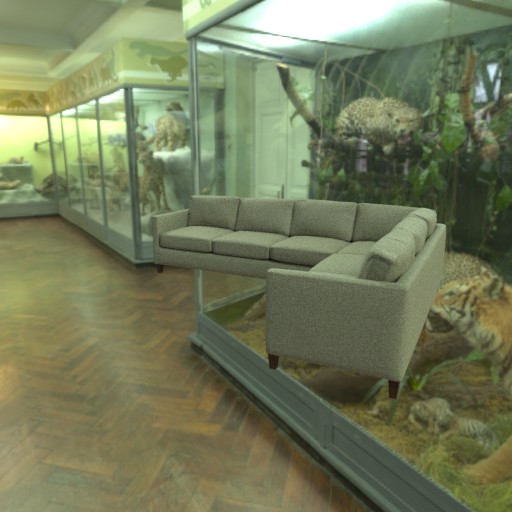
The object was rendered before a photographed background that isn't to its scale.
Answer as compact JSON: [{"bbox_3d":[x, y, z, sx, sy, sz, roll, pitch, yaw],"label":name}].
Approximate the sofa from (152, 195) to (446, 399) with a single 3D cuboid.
[{"bbox_3d":[0.000,0.000,4.422,3.302,0.947,2.593,7,15,27],"label":"sofa"}]
